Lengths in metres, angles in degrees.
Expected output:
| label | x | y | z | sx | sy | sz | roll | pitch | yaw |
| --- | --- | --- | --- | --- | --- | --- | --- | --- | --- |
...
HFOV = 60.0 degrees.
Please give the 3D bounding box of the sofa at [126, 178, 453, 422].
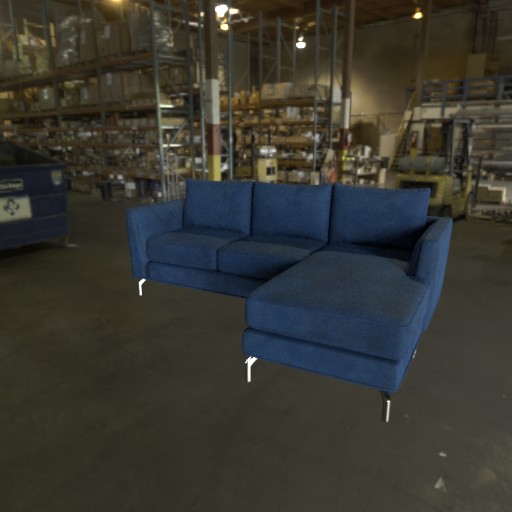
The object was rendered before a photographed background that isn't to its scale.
| label | x | y | z | sx | sy | sz | roll | pitch | yaw |
| --- | --- | --- | --- | --- | --- | --- | --- | --- | --- |
| sofa | 0.000 | 0.000 | 3.200 | 2.438 | 0.987 | 1.622 | 8 | 17 | 27 |
